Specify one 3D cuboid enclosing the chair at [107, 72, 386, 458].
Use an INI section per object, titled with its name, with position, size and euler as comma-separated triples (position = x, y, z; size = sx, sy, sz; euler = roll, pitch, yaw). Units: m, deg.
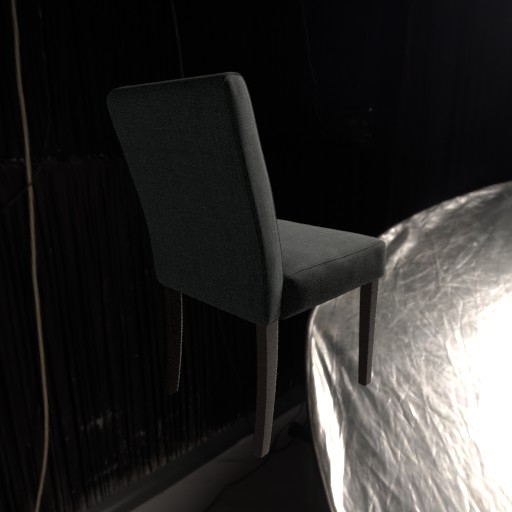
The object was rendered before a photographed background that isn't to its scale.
[chair]
position = 0.000, 0.000, 1.245
size = 0.629, 0.884, 0.487
euler = -15, 22, -43
